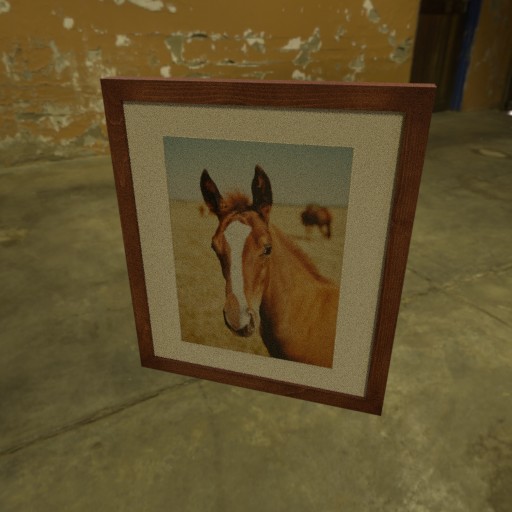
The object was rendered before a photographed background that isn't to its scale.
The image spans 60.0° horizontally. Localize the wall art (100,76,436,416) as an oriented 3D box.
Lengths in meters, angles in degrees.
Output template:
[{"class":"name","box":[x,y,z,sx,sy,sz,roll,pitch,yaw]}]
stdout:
[{"class":"wall art","box":[0.000,0.000,0.517,0.330,0.381,0.030,7,27,14]}]
